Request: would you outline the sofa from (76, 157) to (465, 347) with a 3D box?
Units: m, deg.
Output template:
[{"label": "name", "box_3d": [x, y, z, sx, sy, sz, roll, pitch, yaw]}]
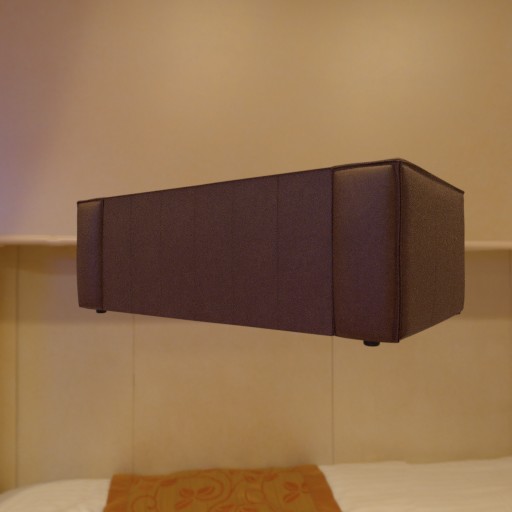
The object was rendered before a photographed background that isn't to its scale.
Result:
[{"label": "sofa", "box_3d": [0.000, 0.000, 2.576, 2.088, 0.703, 1.102, 0, 0, 36]}]
